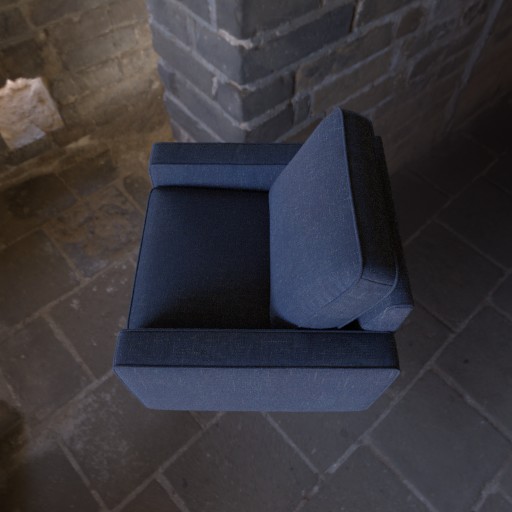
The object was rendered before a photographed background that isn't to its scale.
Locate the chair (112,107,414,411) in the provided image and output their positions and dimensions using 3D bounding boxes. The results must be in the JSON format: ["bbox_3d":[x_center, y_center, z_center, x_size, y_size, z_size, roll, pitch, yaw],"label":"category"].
[{"bbox_3d":[0.000,0.000,1.739,0.940,0.919,1.017,0,58,0],"label":"chair"}]
